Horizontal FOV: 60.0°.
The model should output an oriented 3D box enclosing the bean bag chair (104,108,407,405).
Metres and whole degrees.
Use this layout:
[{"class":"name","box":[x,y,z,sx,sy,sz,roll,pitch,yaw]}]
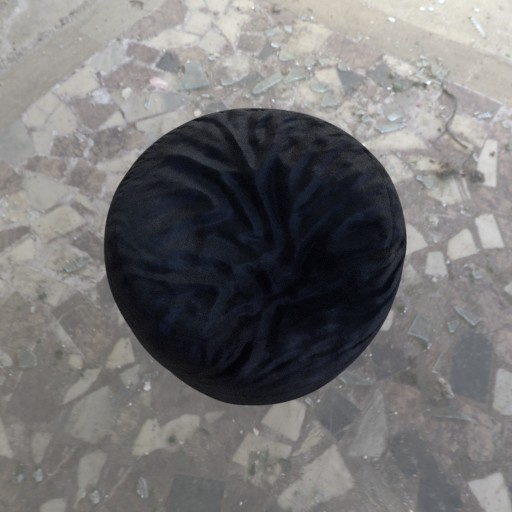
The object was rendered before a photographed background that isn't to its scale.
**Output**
[{"class":"bean bag chair","box":[0.000,0.000,1.483,0.918,0.616,0.918,0,65,0]}]
